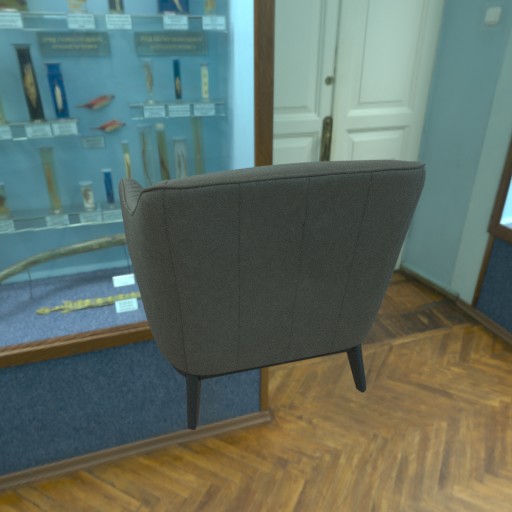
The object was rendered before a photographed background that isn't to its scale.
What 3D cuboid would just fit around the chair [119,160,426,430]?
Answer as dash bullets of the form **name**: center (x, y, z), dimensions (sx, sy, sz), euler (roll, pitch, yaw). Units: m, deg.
- **chair**: center (0.000, 0.000, 1.541), dimensions (0.871, 0.830, 0.852), euler (-7, 27, -14)
